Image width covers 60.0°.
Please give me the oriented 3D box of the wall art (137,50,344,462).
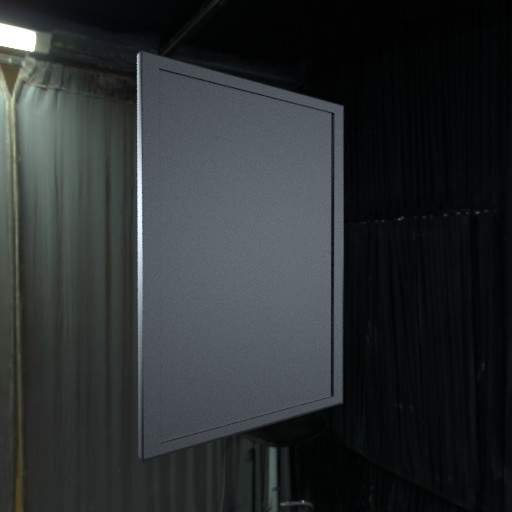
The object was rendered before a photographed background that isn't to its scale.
[{"bbox_3d":[0.000,0.000,0.558,0.303,0.431,0.013,-1,1,-36],"label":"wall art"}]
